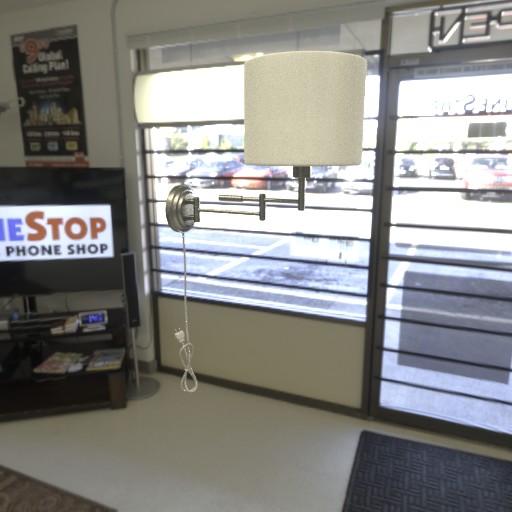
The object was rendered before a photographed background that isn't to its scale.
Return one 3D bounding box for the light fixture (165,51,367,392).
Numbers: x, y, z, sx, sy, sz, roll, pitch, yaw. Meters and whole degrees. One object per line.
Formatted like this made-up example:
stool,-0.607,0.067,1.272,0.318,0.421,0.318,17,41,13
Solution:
light fixture,0.000,0.000,1.065,0.479,0.842,0.253,6,15,26
